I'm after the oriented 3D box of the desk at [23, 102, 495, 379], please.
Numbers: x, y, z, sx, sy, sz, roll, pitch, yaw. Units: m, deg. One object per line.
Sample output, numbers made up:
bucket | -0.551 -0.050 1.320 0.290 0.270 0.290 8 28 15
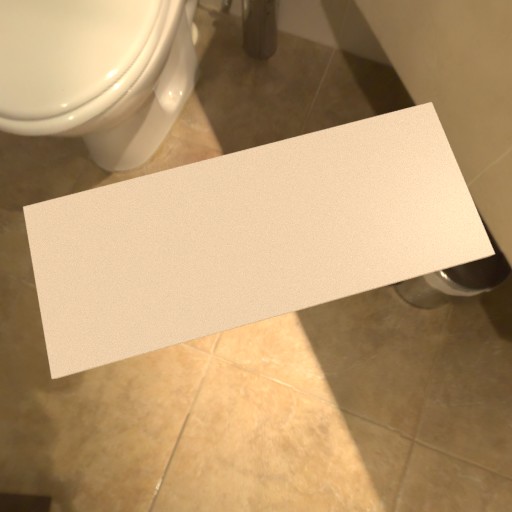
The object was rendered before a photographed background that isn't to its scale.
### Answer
desk | 0.000 0.000 1.907 1.530 0.773 0.603 -15 77 -4
